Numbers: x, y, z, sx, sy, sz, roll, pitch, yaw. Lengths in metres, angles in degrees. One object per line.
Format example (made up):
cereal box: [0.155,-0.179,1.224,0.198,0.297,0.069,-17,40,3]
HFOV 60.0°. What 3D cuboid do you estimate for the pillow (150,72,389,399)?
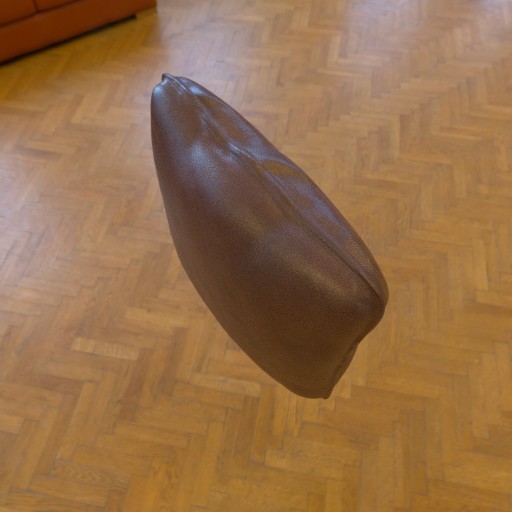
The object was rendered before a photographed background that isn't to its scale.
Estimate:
pillow: [0.000,0.000,0.833,0.236,0.523,0.532,-32,64,-18]
